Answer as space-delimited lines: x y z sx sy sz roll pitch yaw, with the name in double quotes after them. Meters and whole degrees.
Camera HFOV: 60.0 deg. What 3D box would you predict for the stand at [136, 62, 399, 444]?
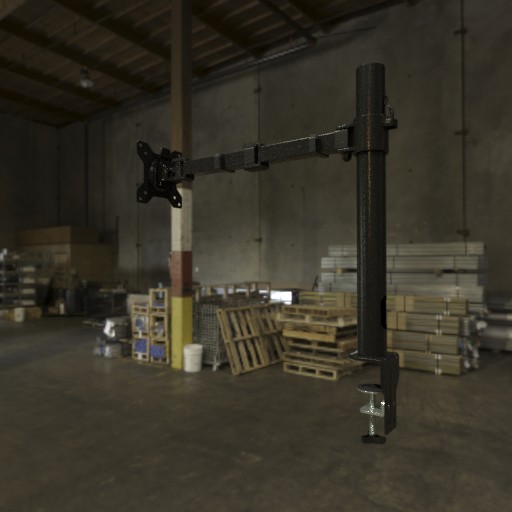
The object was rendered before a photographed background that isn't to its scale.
0.000 0.000 0.718 0.456 0.510 0.115 -1 -2 36 "stand"
